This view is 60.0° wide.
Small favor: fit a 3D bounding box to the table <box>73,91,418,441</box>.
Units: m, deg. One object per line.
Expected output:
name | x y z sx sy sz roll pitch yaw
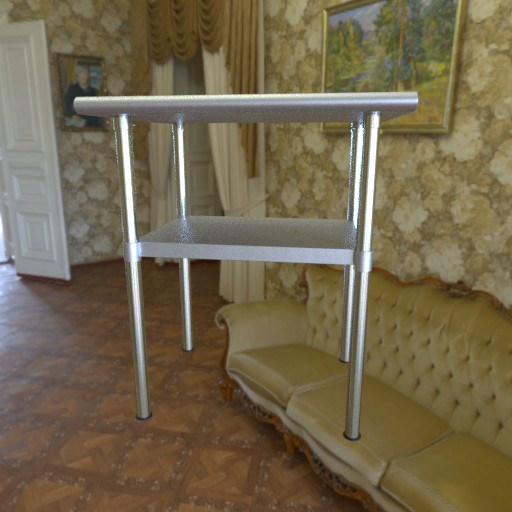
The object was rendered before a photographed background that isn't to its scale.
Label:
table | 0.000 0.000 1.349 0.762 0.876 0.584 2 15 8
